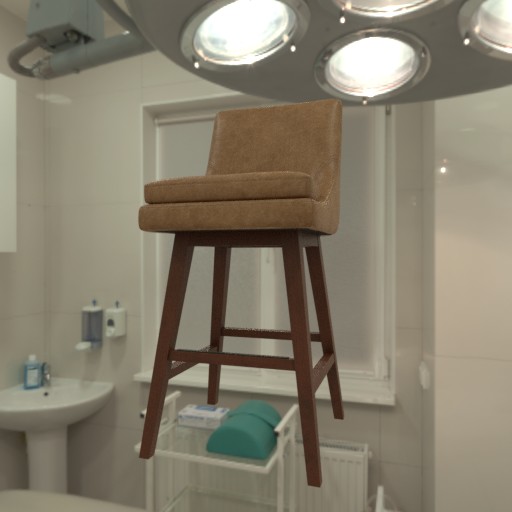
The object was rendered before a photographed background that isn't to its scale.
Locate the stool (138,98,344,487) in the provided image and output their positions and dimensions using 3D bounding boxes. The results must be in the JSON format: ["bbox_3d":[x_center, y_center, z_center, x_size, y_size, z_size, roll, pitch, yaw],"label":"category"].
[{"bbox_3d":[0.000,0.000,1.357,0.487,1.079,0.572,0,0,18],"label":"stool"}]
